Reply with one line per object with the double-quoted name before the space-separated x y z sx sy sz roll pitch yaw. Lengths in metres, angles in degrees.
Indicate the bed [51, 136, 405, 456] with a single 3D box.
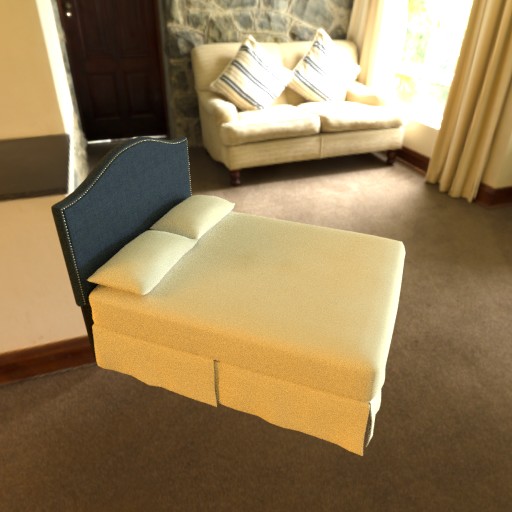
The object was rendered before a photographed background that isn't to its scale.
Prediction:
"bed" 0.000 0.000 3.341 2.153 1.518 1.713 11 33 18
